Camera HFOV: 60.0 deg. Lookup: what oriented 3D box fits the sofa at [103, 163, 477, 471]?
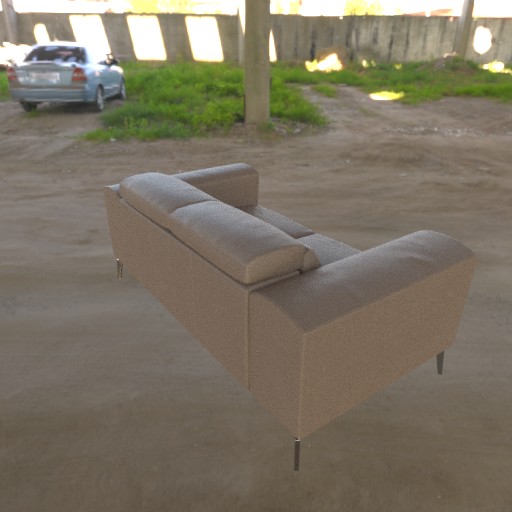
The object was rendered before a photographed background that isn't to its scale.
[{"bbox_3d":[0.000,0.000,2.398,1.003,0.779,1.895,-17,31,-32],"label":"sofa"}]
